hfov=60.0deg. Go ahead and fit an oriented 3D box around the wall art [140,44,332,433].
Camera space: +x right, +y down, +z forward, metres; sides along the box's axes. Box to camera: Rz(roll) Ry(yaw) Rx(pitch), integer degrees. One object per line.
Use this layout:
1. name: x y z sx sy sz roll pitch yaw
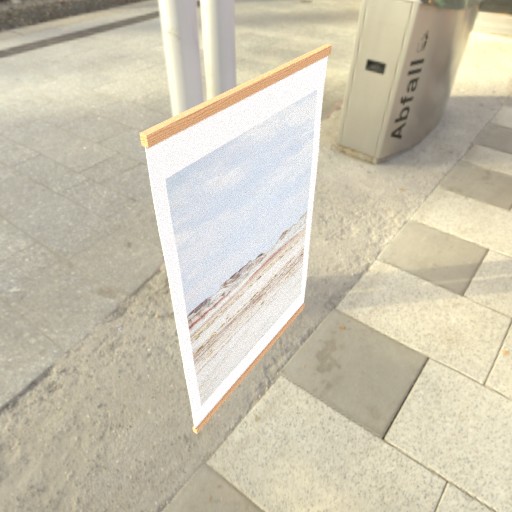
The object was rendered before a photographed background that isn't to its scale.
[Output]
1. wall art: 0.000 0.000 1.952 0.025 1.521 1.011 25 46 26
